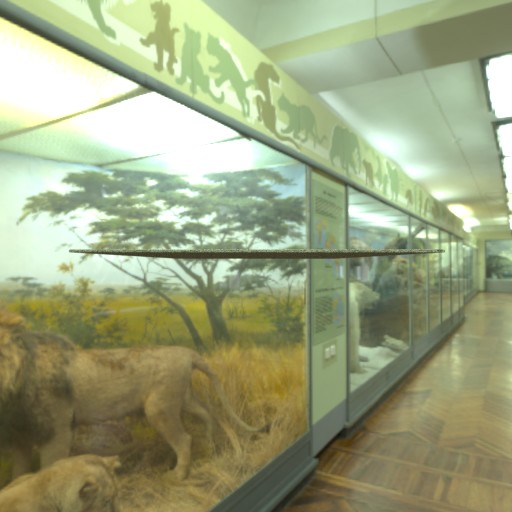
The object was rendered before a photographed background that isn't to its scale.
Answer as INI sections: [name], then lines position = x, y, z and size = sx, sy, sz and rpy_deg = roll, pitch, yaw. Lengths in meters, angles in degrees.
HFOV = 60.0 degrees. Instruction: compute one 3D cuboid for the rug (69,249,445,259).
[rug]
position = 0.000, 0.000, 4.716
size = 2.393, 0.019, 3.824
rpy_deg = 0, -1, 0
